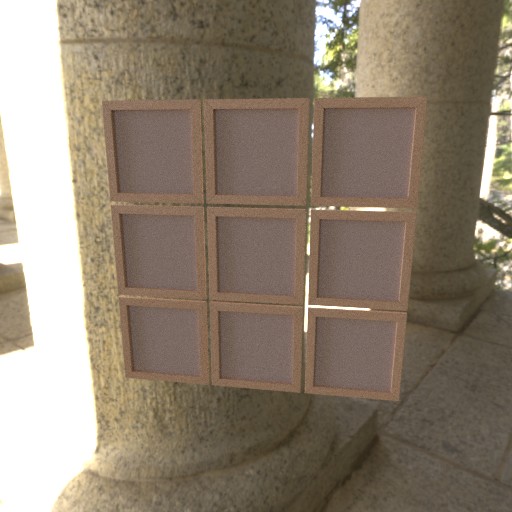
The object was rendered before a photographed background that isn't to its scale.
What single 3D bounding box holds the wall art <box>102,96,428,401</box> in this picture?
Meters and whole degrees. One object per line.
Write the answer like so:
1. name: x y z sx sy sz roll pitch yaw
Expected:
1. wall art: 0.000 0.000 1.802 1.217 1.207 0.016 2 15 9
